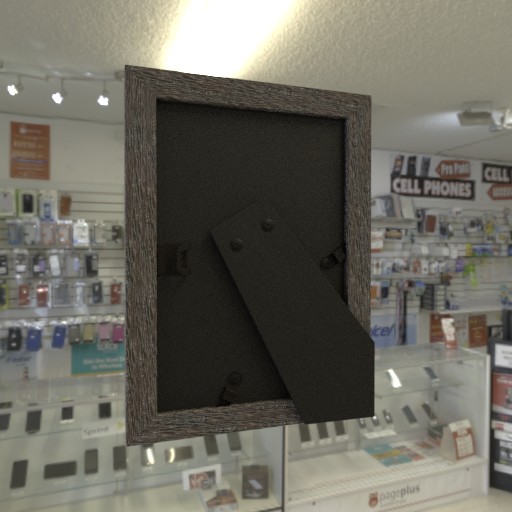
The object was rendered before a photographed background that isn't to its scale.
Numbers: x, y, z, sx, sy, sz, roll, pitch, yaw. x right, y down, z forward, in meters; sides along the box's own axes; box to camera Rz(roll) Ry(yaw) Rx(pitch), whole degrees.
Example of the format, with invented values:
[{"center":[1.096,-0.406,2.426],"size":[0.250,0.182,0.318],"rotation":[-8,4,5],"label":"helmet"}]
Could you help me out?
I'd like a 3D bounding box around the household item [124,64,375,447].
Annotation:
[{"center":[0.000,0.000,0.235],"size":[0.133,0.180,0.020],"rotation":[0,1,-18],"label":"household item"}]
